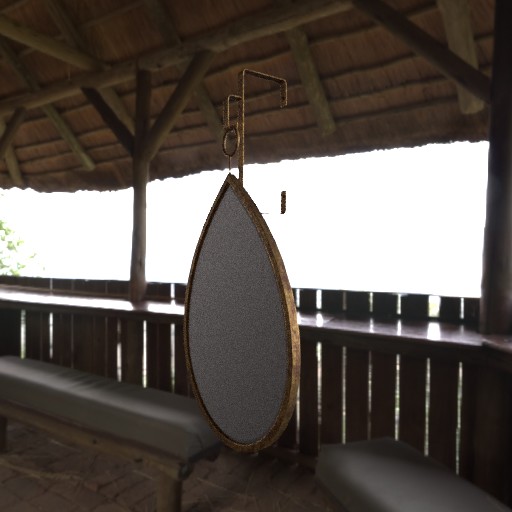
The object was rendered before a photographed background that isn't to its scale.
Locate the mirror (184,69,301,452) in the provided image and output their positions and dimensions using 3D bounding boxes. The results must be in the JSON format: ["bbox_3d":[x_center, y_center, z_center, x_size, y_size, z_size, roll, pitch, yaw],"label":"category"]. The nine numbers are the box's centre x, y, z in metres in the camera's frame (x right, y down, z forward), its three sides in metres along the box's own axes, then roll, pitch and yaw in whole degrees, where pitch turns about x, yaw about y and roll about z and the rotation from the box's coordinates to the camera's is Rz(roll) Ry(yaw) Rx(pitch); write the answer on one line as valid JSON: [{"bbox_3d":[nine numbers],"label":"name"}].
[{"bbox_3d":[0.000,0.000,0.906,0.144,0.744,0.405,0,0,-34],"label":"mirror"}]
